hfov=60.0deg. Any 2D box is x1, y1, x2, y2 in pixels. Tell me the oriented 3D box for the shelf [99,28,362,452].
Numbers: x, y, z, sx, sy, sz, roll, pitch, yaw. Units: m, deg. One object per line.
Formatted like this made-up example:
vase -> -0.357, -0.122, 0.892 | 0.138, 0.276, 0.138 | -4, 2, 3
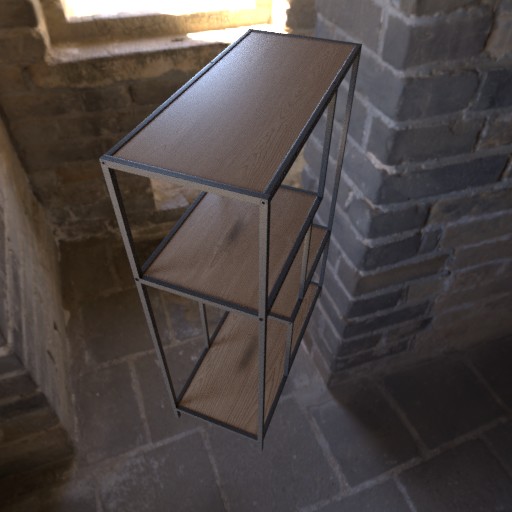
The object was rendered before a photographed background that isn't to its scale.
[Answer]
shelf -> 0.000, 0.000, 1.471 | 0.350, 1.138, 0.770 | 16, 48, 15
